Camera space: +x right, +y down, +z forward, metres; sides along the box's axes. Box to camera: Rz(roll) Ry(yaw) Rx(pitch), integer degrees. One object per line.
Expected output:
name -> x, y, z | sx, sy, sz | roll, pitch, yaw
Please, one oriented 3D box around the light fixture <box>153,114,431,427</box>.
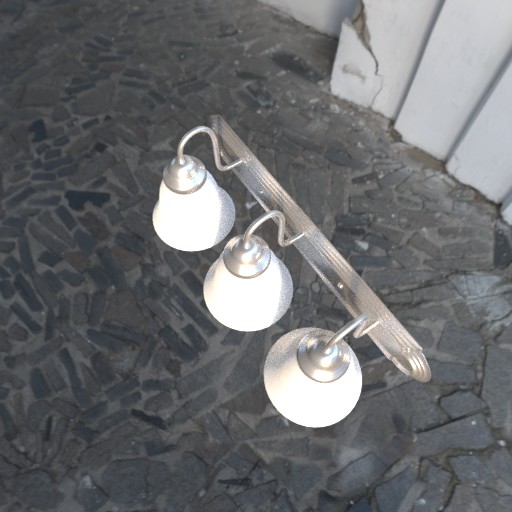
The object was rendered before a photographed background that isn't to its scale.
light fixture -> 0.000, 0.000, 0.719 | 0.199, 0.222, 0.610 | -32, 68, -15
